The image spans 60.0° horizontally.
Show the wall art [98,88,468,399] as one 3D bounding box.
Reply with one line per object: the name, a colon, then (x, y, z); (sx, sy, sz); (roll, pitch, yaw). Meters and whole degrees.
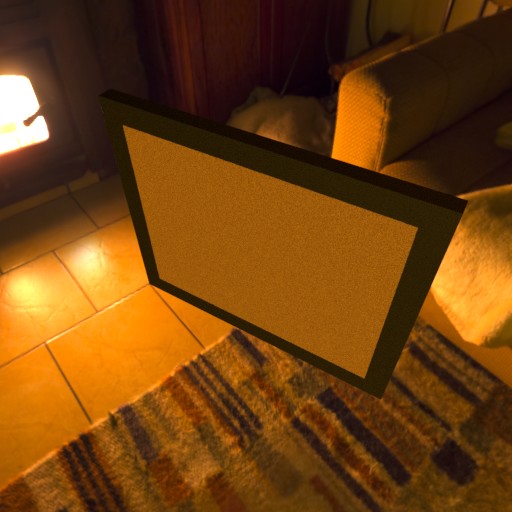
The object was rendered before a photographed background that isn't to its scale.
wall art: (0.000, 0.000, 0.773); (0.561, 0.460, 0.028); (23, 51, 21)
